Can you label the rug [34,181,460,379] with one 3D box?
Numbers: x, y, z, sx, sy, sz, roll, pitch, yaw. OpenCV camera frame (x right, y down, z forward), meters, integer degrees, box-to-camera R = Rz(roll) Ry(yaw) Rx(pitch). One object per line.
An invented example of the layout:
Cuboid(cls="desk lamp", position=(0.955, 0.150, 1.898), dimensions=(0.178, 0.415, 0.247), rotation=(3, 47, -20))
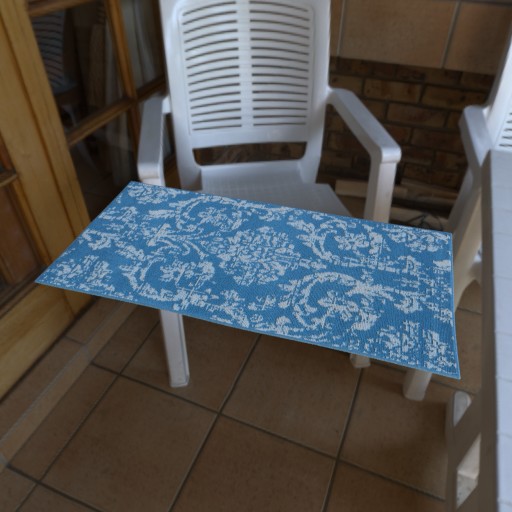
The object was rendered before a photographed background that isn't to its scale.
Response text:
Cuboid(cls="rug", position=(0.000, 0.000, 1.428), dimensions=(1.219, 0.007, 0.604), rotation=(11, 42, 12))
